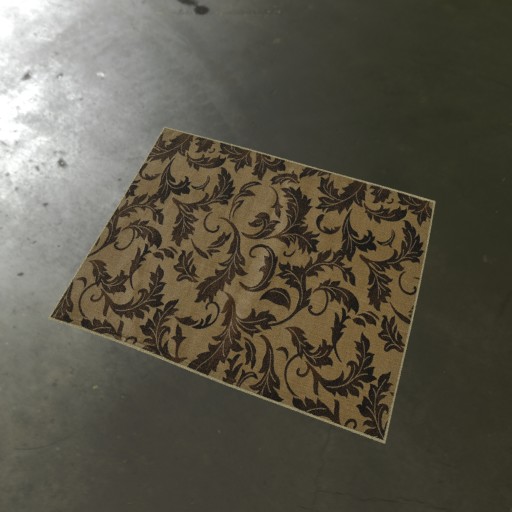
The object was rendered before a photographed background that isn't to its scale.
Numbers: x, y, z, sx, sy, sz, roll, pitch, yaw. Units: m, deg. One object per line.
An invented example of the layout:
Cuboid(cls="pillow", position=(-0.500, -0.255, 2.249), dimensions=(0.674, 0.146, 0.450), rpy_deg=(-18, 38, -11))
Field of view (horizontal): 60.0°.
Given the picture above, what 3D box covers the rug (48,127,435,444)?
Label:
Cuboid(cls="rug", position=(0.000, 0.000, 4.123), dimensions=(2.977, 0.008, 2.380), rpy_deg=(18, 64, 9))
